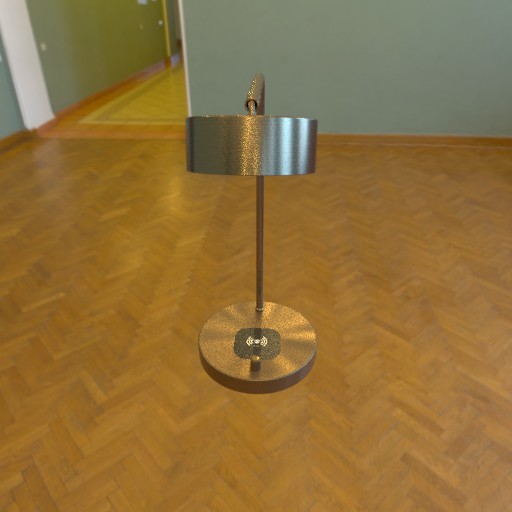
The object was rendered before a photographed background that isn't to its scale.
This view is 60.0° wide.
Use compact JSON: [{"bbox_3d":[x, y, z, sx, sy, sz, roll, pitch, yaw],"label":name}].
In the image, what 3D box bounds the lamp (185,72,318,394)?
[{"bbox_3d":[0.000,0.000,0.513,0.171,0.380,0.270,1,31,2],"label":"lamp"}]
